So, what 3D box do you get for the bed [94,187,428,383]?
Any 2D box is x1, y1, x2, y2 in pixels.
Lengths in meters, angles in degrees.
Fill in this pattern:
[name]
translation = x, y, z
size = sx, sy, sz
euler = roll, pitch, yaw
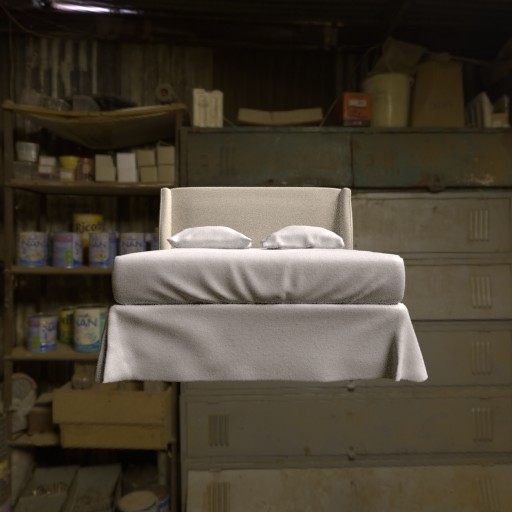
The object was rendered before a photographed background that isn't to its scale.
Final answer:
[bed]
translation = 0.000, 0.000, 3.454
size = 1.925, 1.332, 2.276
euler = 0, 2, 0
